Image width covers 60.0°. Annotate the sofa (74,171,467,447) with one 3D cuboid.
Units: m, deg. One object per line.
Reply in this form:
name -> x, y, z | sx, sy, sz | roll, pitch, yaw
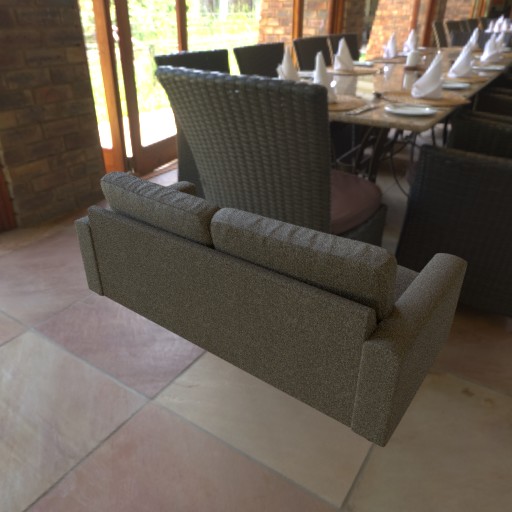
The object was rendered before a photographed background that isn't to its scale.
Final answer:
sofa -> 0.000, 0.000, 2.696 | 2.179, 0.873, 1.016 | 20, 34, 32
